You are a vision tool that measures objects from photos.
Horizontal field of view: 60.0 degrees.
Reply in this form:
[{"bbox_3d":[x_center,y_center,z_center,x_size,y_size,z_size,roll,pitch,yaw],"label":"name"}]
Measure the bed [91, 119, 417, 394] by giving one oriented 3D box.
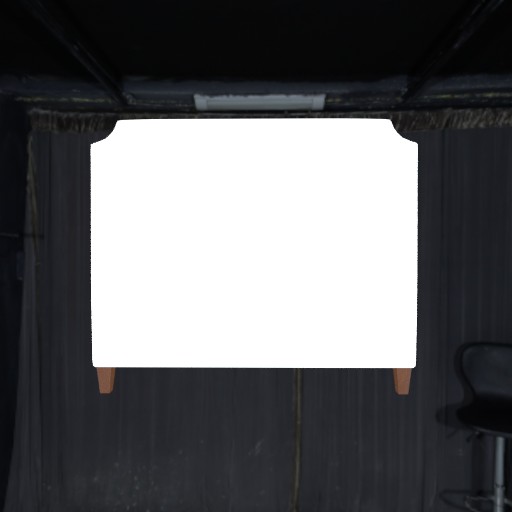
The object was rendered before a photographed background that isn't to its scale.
[{"bbox_3d":[0.000,0.000,3.455,1.712,1.443,2.365,0,0,1],"label":"bed"}]
